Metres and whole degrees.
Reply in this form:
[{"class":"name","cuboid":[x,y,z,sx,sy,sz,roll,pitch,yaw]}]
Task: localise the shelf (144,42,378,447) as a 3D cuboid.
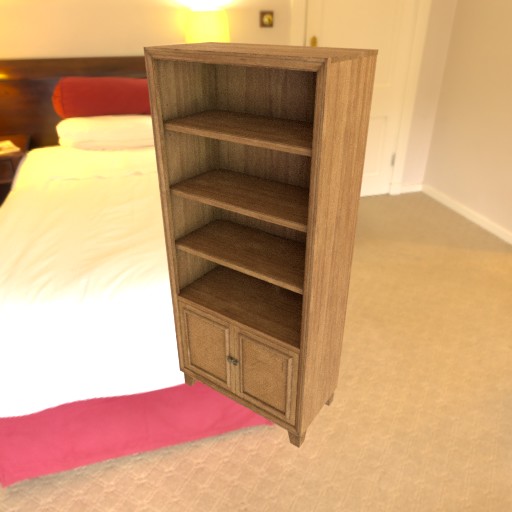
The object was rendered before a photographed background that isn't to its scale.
[{"class":"shelf","cuboid":[0.000,0.000,2.271,0.864,1.930,0.453,19,34,30]}]
